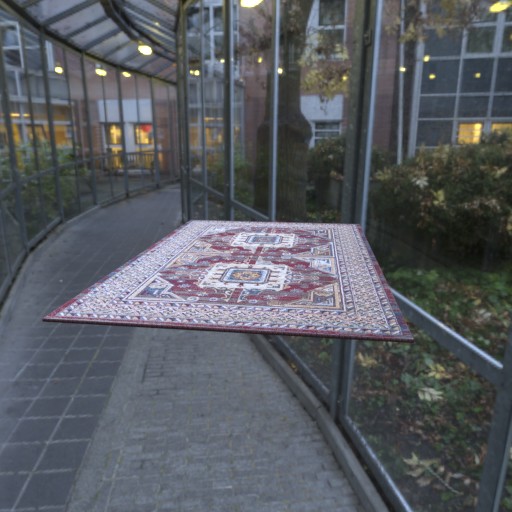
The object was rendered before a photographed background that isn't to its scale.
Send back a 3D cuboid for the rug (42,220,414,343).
[{"bbox_3d":[0.000,0.000,5.740,3.033,0.033,4.578,2,15,7],"label":"rug"}]
